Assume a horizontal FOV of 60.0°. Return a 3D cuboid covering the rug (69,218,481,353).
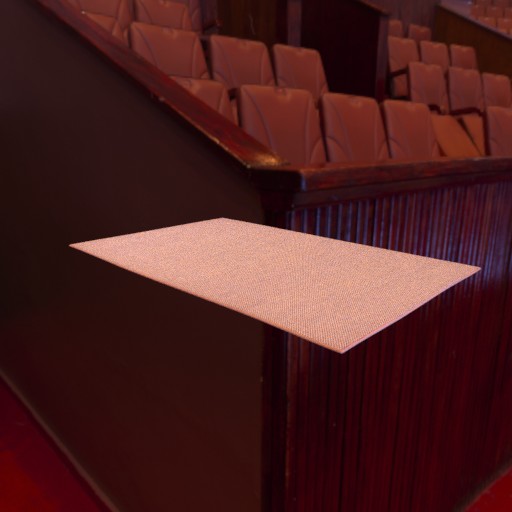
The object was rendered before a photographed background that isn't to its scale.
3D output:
[{"bbox_3d":[0.000,0.000,2.104,1.678,0.013,1.078,15,21,42],"label":"rug"}]
